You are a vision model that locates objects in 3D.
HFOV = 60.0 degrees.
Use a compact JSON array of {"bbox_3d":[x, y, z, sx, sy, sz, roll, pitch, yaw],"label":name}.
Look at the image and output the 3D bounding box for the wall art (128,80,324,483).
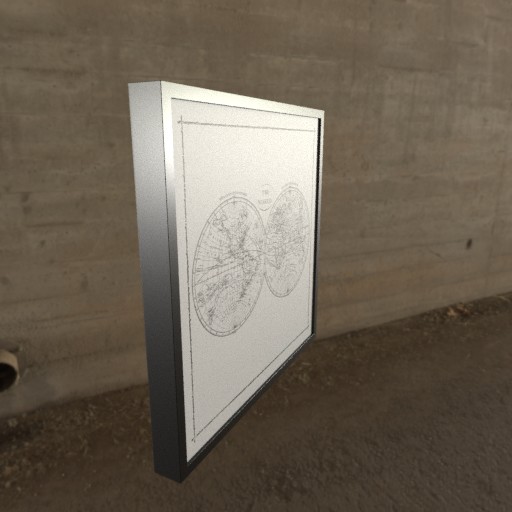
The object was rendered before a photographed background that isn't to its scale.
[{"bbox_3d":[0.000,0.000,0.480,0.029,0.318,0.327,7,16,27],"label":"wall art"}]
